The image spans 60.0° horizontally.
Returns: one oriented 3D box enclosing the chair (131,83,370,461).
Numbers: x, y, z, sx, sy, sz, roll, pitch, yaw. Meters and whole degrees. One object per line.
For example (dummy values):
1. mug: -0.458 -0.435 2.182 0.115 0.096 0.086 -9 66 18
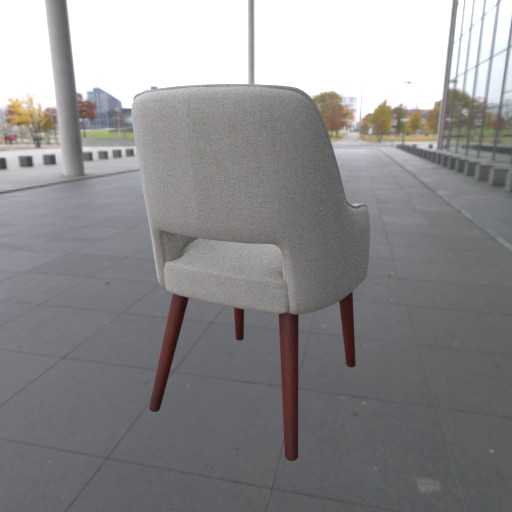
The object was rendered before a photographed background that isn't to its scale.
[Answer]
1. chair: 0.000 0.000 1.224 0.560 0.840 0.580 8 17 26
